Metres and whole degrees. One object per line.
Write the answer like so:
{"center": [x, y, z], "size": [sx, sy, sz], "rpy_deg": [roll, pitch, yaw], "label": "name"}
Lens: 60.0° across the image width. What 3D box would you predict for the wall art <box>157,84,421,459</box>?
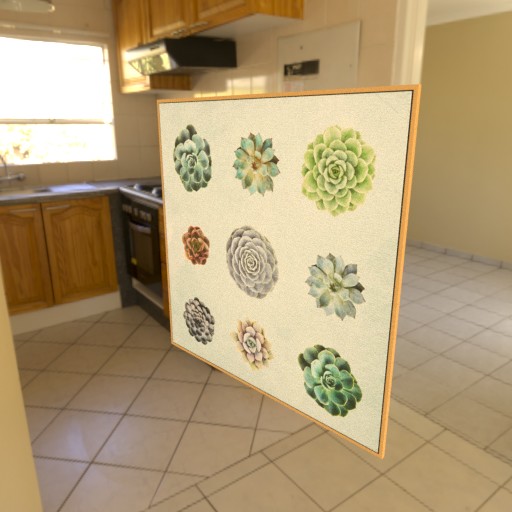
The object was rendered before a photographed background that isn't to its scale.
{"center": [0.000, 0.000, 1.396], "size": [0.962, 0.959, 0.013], "rpy_deg": [15, 23, 41], "label": "wall art"}
